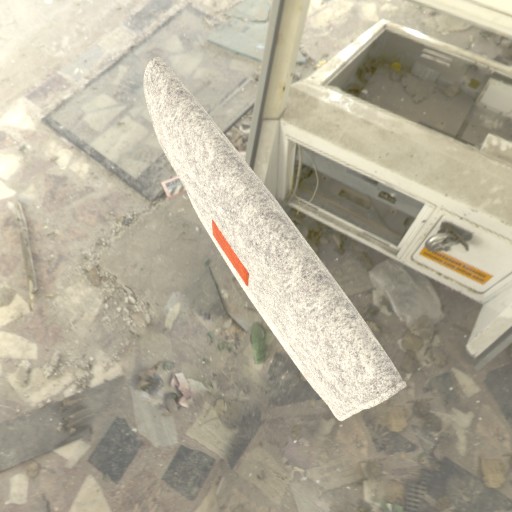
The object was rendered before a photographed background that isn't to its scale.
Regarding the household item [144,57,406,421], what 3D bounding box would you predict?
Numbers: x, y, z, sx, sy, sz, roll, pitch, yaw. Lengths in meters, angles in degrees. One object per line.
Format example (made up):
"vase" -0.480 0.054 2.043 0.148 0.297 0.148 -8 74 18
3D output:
"household item" 0.000 0.000 0.429 0.057 0.221 0.335 -30 68 -13
